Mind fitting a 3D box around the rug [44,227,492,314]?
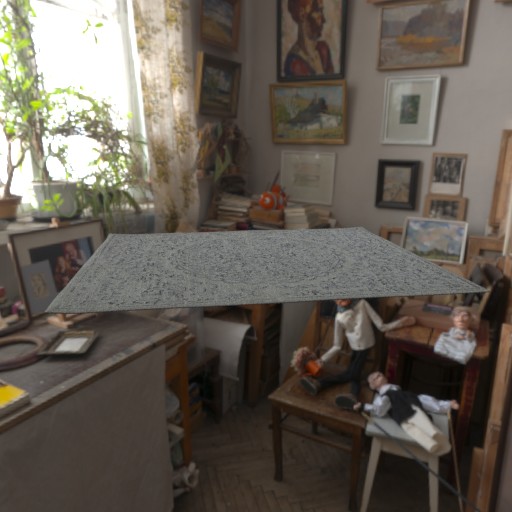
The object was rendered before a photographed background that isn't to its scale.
[{"bbox_3d":[0.000,0.000,3.953,2.925,0.026,2.343,-2,15,-8],"label":"rug"}]
